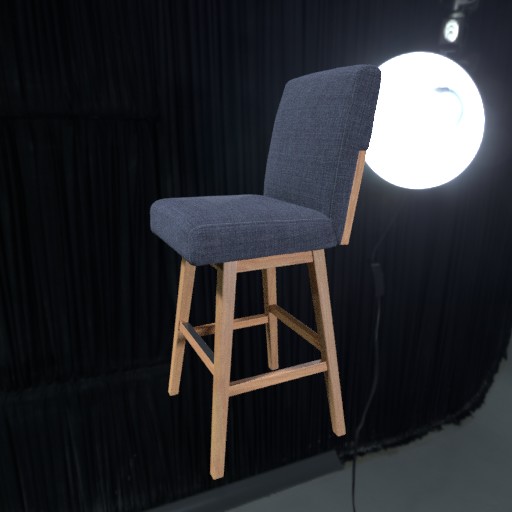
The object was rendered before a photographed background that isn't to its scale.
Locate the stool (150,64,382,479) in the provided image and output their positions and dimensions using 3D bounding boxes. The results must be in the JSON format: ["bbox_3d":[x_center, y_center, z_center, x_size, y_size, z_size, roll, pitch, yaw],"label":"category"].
[{"bbox_3d":[0.000,0.000,1.392,0.570,1.112,0.483,-7,17,-25],"label":"stool"}]
